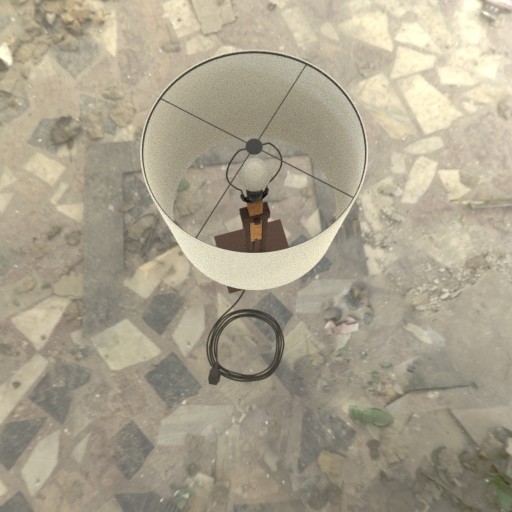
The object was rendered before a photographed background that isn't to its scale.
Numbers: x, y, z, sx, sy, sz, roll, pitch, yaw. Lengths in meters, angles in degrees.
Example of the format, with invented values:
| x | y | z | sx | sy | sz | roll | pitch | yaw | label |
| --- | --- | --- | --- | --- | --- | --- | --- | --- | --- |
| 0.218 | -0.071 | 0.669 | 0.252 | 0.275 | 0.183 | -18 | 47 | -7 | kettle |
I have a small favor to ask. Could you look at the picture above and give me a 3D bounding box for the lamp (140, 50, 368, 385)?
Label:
| x | y | z | sx | sy | sz | roll | pitch | yaw | label |
| --- | --- | --- | --- | --- | --- | --- | --- | --- | --- |
| 0.000 | 0.000 | 0.989 | 0.396 | 0.668 | 0.525 | -15 | 75 | -4 | lamp |
